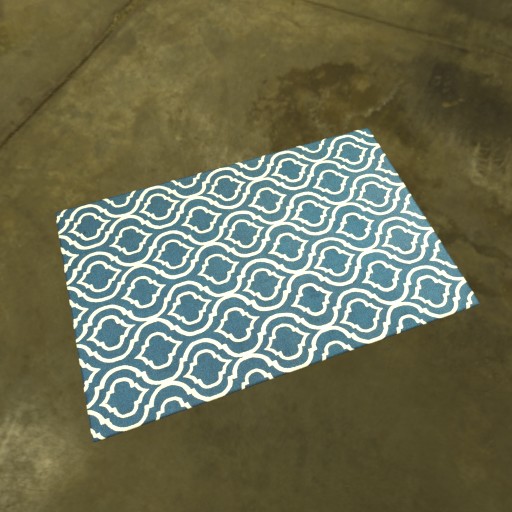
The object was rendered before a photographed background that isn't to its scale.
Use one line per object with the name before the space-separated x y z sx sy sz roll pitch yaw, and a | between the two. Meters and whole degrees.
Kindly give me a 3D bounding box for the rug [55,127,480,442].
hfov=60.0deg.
rug | 0.000 0.000 2.126 1.753 0.010 1.143 -17 63 -9
